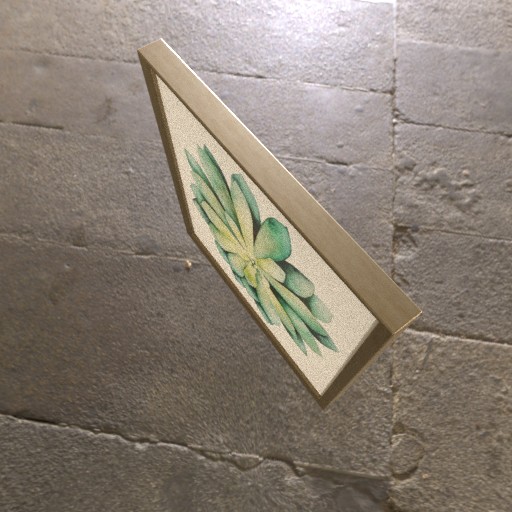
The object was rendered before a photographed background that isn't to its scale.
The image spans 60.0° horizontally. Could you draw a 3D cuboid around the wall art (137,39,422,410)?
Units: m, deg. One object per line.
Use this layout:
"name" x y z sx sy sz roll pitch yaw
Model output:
"wall art" 0.000 0.000 0.750 0.040 0.506 0.503 -33 68 -16
